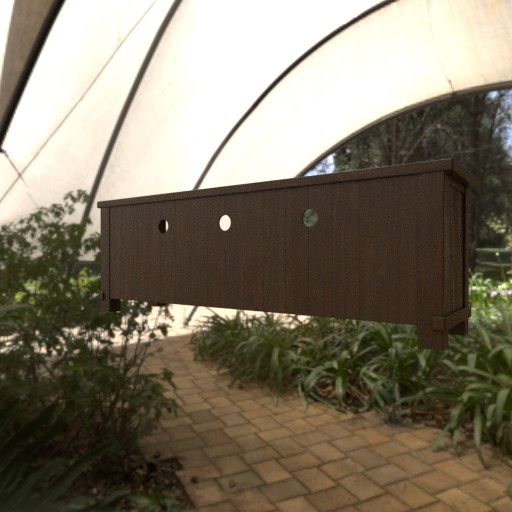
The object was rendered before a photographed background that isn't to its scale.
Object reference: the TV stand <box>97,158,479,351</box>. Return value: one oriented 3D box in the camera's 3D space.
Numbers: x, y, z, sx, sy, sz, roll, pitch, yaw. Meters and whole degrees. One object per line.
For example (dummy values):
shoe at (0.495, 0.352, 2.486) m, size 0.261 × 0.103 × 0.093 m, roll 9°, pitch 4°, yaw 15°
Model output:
TV stand at (0.000, 0.000, 2.129) m, size 1.866 × 0.615 × 0.471 m, roll 0°, pitch 0°, yaw 36°
